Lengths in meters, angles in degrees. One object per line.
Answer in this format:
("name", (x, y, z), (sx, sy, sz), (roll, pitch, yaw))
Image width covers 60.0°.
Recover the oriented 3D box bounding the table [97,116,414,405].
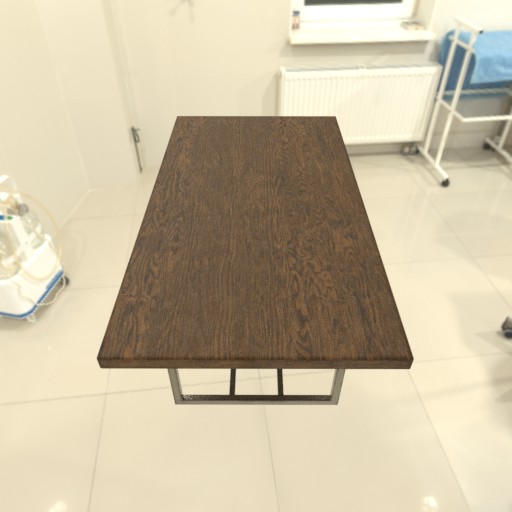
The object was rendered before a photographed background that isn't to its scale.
("table", (0.000, 0.000, 2.511), (1.078, 0.795, 1.989), (0, 41, 0))
